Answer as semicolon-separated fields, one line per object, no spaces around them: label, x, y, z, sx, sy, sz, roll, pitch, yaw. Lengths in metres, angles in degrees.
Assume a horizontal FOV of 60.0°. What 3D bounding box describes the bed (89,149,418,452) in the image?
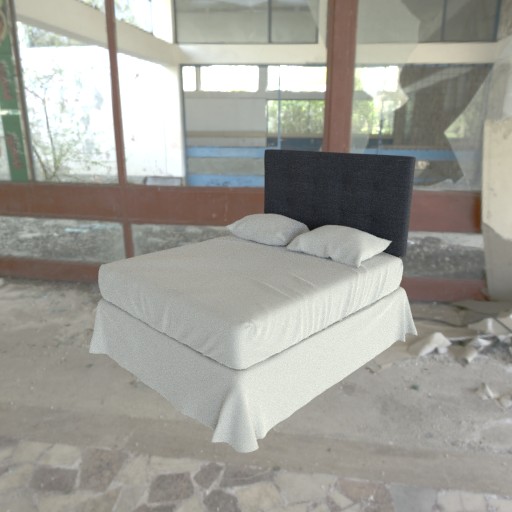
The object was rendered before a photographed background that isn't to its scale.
bed;0.000;0.000;3.629;1.936;1.577;2.222;16;23;42
